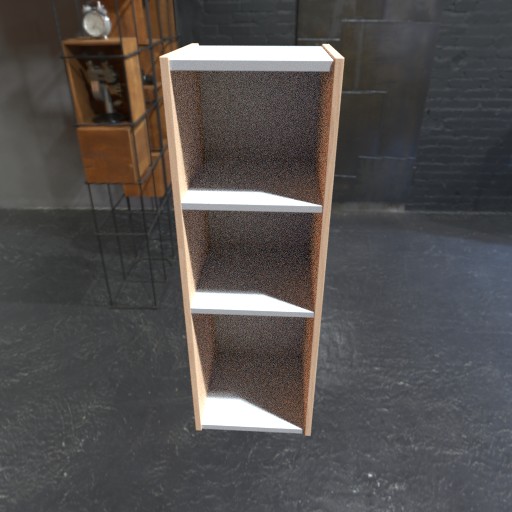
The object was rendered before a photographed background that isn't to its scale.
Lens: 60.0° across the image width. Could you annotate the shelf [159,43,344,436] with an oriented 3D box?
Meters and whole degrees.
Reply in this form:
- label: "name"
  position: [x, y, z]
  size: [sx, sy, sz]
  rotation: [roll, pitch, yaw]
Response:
- label: "shelf"
  position: [0.000, 0.000, 1.063]
  size: [0.300, 0.900, 0.290]
  rotation: [2, 30, 3]
